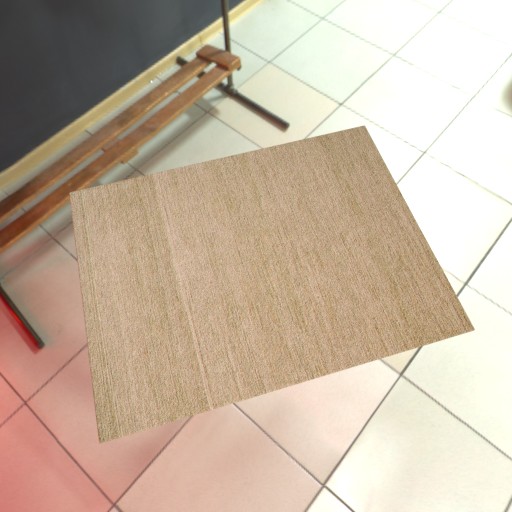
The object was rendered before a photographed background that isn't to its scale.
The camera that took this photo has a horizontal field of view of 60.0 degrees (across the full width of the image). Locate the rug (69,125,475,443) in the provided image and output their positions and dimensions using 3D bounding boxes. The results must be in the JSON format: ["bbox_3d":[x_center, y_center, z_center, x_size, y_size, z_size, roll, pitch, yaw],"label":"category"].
[{"bbox_3d":[0.000,0.000,4.121,3.198,0.016,2.425,-15,64,-7],"label":"rug"}]
